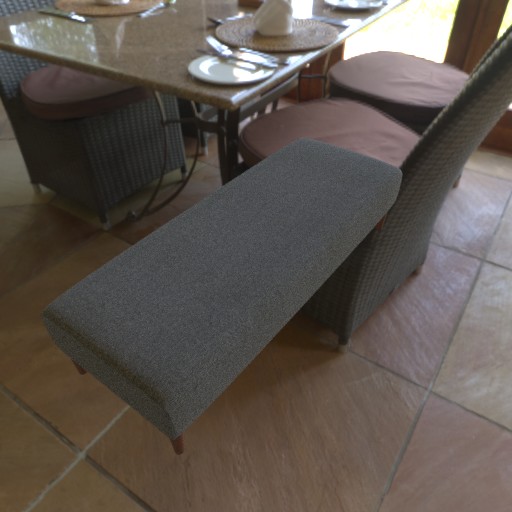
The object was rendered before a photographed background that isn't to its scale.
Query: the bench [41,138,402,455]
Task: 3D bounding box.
[{"bbox_3d":[0.000,0.000,1.896,0.631,0.384,1.598,26,47,27],"label":"bench"}]
